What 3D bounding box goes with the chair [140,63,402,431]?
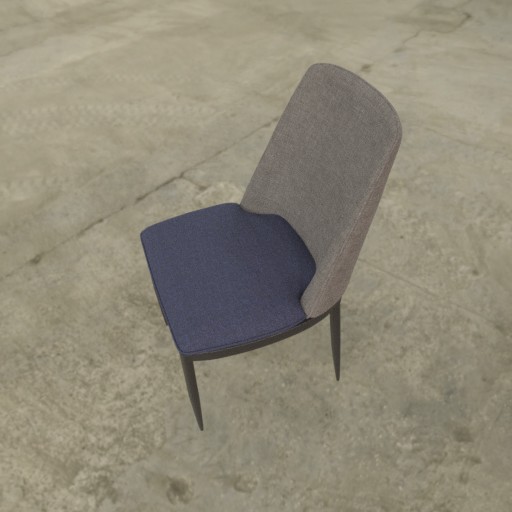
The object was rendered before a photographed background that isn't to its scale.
[{"bbox_3d":[0.000,0.000,1.180,0.550,0.855,0.488,-16,47,-15],"label":"chair"}]
